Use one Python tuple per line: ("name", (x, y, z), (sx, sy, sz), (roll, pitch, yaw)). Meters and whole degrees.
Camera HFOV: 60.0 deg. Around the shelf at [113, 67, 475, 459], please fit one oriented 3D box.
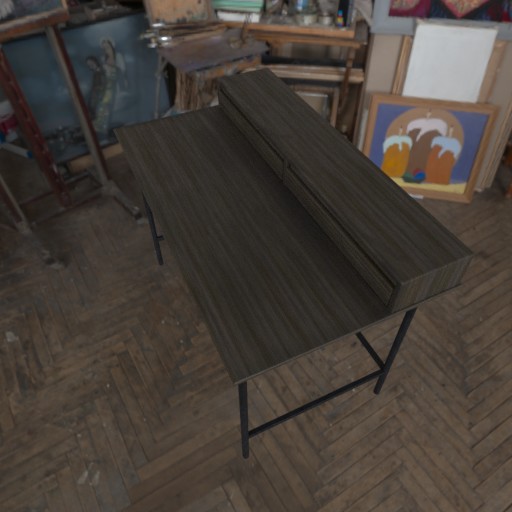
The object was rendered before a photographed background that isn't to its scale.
("shelf", (0.000, 0.000, 1.719), (0.685, 0.865, 1.212), (-19, 50, -17))
